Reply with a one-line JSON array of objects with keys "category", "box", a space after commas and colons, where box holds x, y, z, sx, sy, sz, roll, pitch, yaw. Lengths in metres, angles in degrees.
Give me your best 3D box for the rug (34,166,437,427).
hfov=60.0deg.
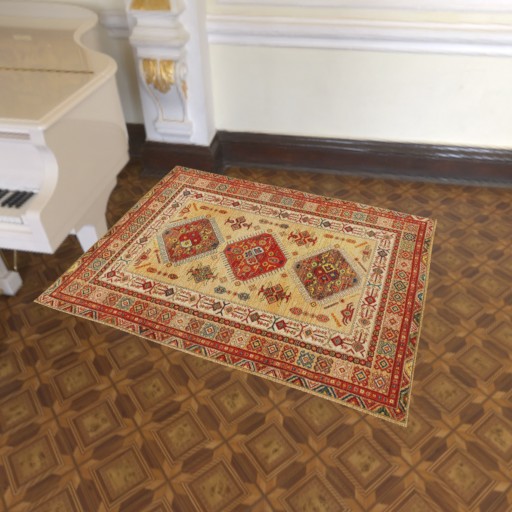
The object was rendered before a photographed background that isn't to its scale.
[{"category": "rug", "box": [0.000, 0.000, 4.158, 3.067, 0.005, 2.460, 14, 43, 16]}]
